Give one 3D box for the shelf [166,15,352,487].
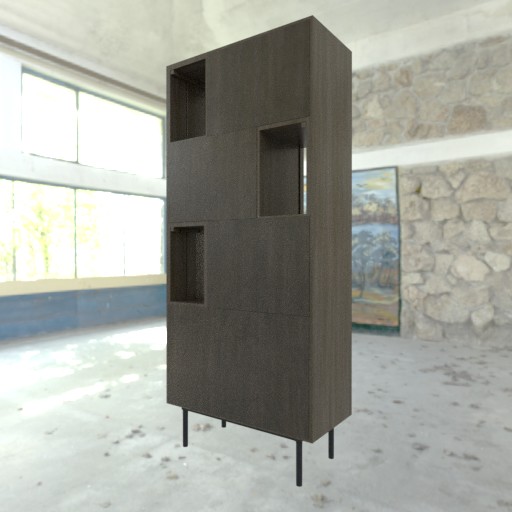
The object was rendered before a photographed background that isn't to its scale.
[{"bbox_3d":[0.000,0.000,1.745,0.670,1.545,0.323,0,0,35],"label":"shelf"}]
